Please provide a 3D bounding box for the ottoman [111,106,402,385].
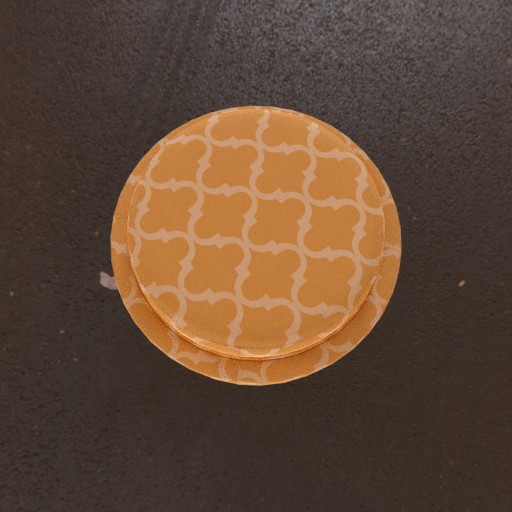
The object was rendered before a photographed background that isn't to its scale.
[{"bbox_3d":[0.000,0.000,0.856,0.480,0.429,0.480,0,74,0],"label":"ottoman"}]
